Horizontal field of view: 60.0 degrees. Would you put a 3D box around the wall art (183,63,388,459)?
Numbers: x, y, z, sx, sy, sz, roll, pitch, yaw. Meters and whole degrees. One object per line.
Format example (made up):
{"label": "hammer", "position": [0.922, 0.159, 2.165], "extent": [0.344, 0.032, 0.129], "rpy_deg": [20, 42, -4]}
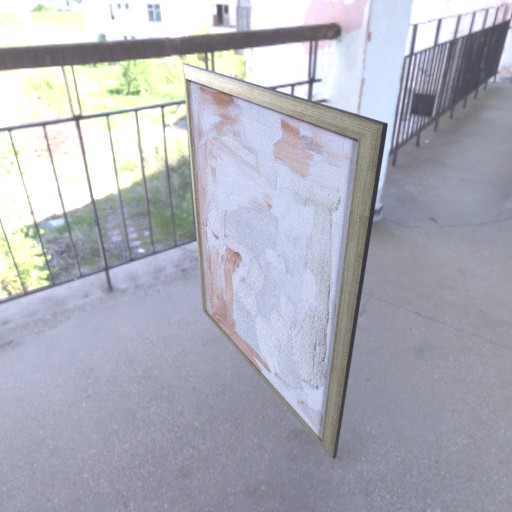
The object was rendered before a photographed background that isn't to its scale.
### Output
{"label": "wall art", "position": [0.000, 0.000, 0.905], "extent": [0.018, 0.660, 0.559], "rpy_deg": [-19, 36, -28]}
